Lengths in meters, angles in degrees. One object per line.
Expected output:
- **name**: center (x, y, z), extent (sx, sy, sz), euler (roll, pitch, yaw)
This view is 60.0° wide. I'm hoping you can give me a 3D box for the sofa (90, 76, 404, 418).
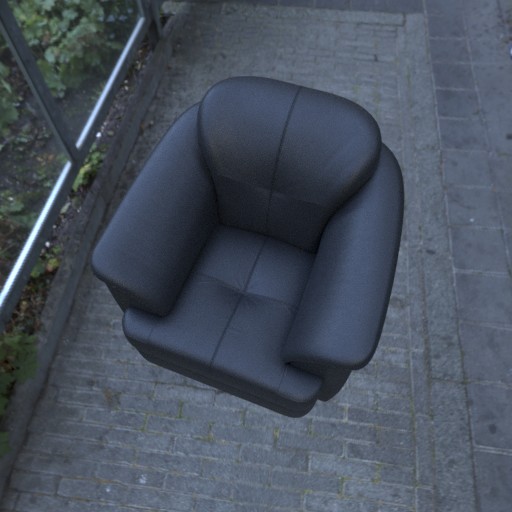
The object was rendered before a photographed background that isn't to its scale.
- **sofa**: center (0.000, 0.000, 1.487), extent (0.870, 0.811, 0.794), euler (18, 61, 11)
